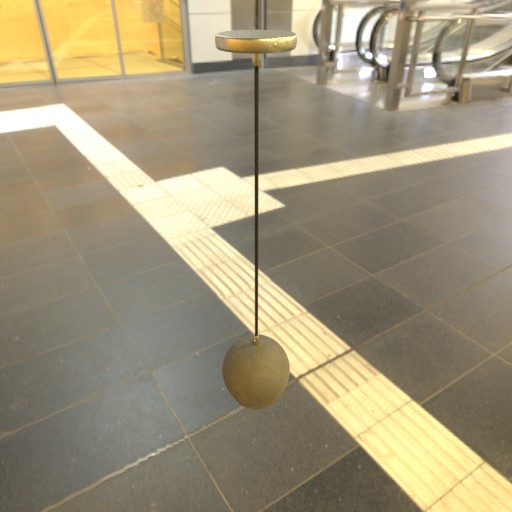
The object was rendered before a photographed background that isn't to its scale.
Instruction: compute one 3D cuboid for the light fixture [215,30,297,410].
[{"bbox_3d":[0.000,0.000,0.844,0.153,0.760,0.153,22,38,31],"label":"light fixture"}]
